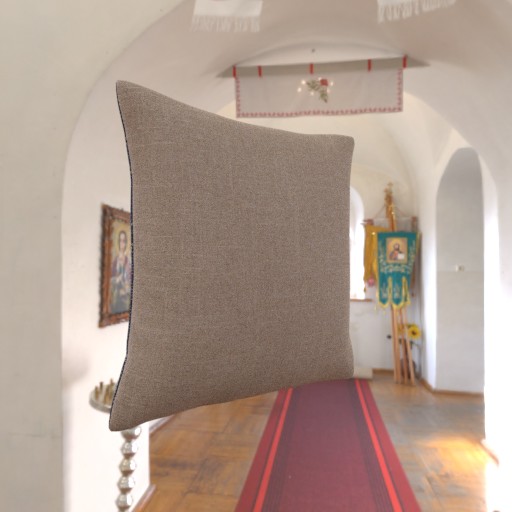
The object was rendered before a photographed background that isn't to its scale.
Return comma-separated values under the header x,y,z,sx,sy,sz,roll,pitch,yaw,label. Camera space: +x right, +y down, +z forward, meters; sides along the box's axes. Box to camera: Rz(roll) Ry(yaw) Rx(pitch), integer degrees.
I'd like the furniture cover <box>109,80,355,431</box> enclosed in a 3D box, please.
x,y,z,sx,sy,sz,roll,pitch,yaw,label
0.000,0.000,0.779,0.511,0.503,0.162,1,-1,-37,furniture cover
